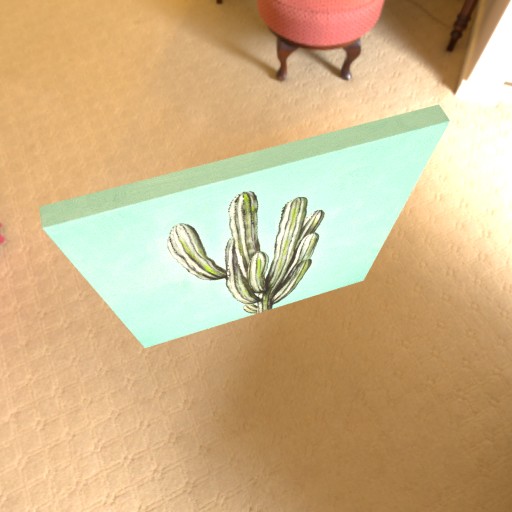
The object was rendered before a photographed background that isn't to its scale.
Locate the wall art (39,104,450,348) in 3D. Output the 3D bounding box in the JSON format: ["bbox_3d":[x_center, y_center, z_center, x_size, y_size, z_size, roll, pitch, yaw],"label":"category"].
[{"bbox_3d":[0.000,0.000,0.900,0.603,0.603,0.036,-16,65,-8],"label":"wall art"}]
